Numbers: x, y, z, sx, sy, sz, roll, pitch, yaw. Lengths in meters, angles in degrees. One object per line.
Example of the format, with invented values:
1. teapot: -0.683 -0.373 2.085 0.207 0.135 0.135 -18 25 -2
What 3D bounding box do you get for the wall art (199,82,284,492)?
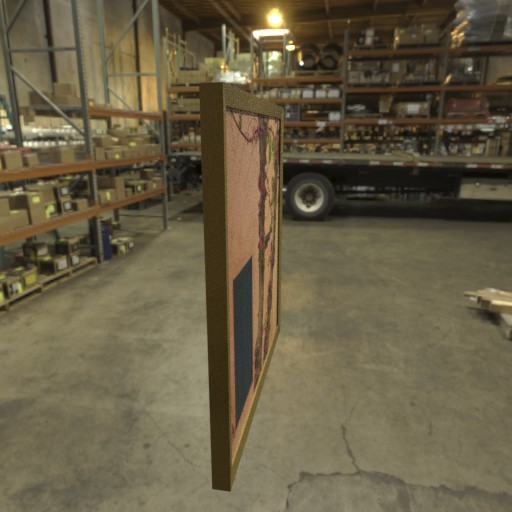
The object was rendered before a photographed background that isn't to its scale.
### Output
1. wall art: 0.000 0.000 1.143 0.038 0.762 0.762 3 16 10
